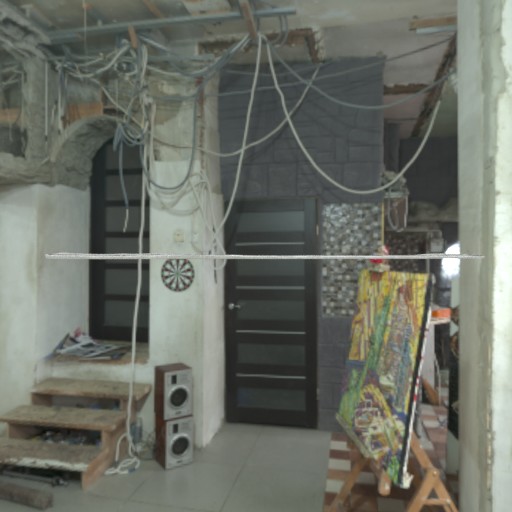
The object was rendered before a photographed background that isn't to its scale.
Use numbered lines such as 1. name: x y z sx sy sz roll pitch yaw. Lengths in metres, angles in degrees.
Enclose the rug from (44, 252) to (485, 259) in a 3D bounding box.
1. rug: 0.000 0.000 3.046 2.447 0.036 1.537 0 0 -18
